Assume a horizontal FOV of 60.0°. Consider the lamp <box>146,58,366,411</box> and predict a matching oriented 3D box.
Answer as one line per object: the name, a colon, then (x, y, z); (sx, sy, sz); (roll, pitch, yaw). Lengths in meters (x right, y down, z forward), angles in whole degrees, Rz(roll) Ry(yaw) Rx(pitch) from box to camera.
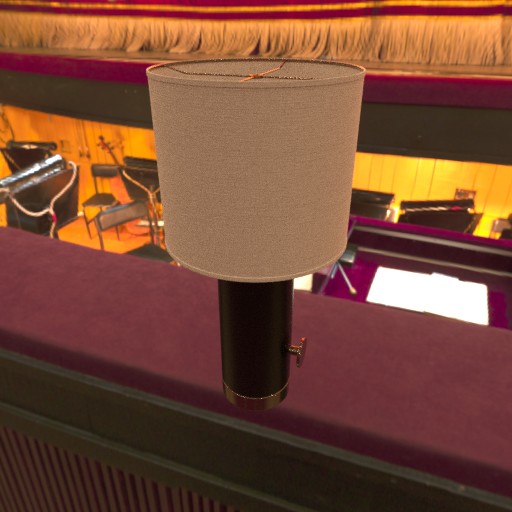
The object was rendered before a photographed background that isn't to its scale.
lamp: (0.000, 0.000, 0.612); (0.240, 0.482, 0.241); (10, 30, 18)
